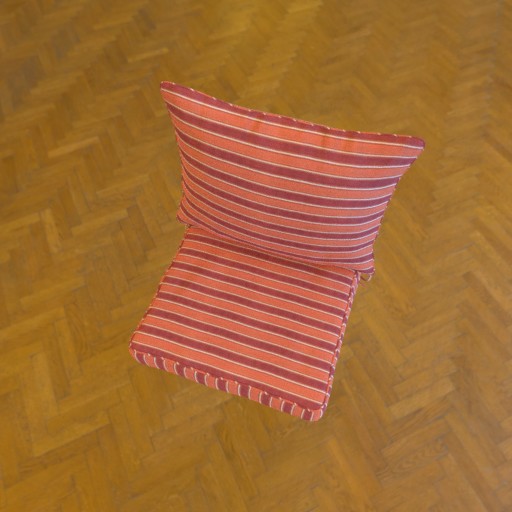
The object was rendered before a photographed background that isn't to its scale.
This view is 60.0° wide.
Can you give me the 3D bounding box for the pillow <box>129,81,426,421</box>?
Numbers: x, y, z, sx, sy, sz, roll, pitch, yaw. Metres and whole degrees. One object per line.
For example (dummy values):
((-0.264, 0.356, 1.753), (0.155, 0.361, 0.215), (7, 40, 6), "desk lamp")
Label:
((0.000, 0.000, 1.418), (0.799, 0.723, 0.733), (16, 59, 10), "pillow")
